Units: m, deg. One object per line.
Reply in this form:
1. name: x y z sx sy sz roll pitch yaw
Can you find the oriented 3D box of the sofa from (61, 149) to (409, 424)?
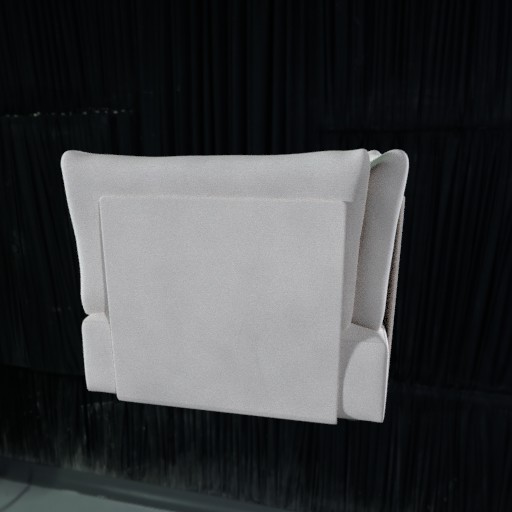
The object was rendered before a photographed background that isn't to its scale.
1. sofa: 0.000 0.000 1.751 1.000 0.820 1.000 3 14 11
